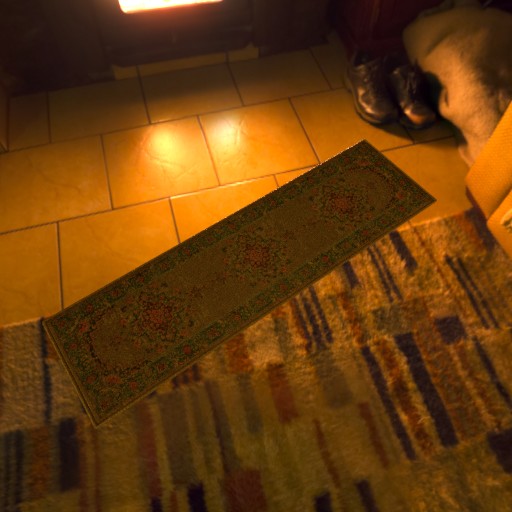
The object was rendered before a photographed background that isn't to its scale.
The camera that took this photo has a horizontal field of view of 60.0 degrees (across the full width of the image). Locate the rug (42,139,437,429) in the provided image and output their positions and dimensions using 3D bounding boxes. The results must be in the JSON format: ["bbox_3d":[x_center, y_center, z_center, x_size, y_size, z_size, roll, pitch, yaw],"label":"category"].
[{"bbox_3d":[0.000,0.000,2.532,2.297,0.019,0.659,-32,64,-18],"label":"rug"}]
